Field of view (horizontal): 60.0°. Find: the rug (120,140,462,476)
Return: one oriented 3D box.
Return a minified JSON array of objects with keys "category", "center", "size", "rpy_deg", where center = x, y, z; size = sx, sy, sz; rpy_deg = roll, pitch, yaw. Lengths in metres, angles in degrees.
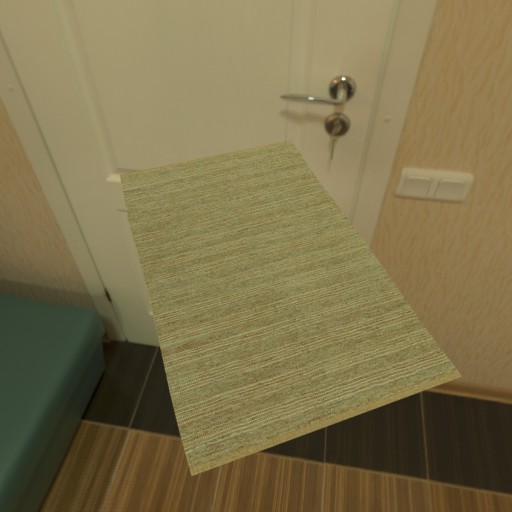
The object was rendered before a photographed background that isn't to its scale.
[{"category":"rug","center":[0.000,0.000,3.041],"size":[1.540,0.012,2.448],"rpy_deg":[-15,49,-13]}]
